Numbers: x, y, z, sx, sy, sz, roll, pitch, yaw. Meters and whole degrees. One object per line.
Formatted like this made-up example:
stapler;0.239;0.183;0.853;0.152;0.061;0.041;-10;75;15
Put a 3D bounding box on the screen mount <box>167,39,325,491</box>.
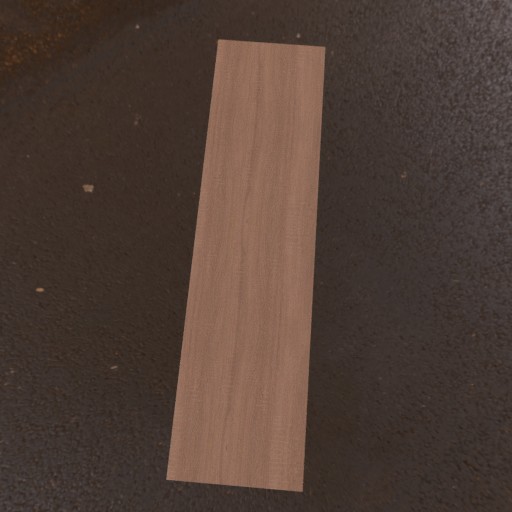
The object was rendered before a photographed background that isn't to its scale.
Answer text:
screen mount;0.000;0.000;1.707;0.401;0.509;1.500;5;76;1
